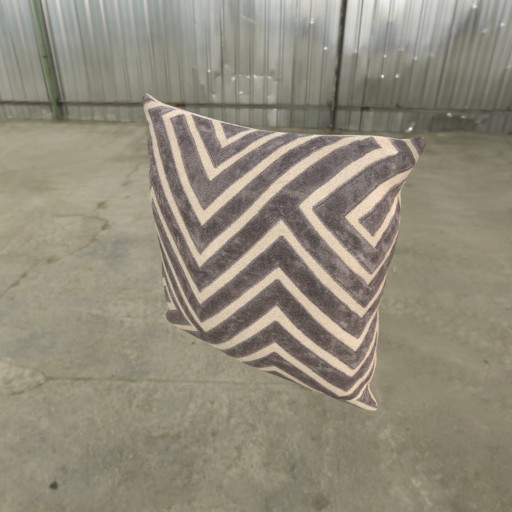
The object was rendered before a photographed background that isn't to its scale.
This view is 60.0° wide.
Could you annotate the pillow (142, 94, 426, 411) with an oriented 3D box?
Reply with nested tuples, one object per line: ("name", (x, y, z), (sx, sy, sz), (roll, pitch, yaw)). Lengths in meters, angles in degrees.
("pillow", (0.000, 0.000, 0.685), (0.440, 0.441, 0.182), (18, 34, 29))
